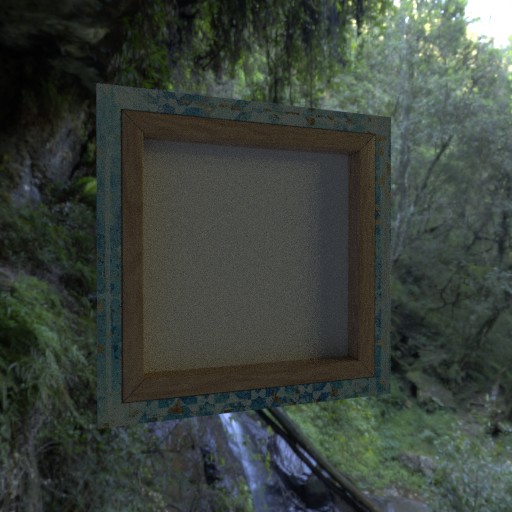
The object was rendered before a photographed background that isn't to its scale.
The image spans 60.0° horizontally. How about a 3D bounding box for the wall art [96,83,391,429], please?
[{"bbox_3d":[0.000,0.000,0.601,0.405,0.405,0.037,0,1,-19],"label":"wall art"}]
